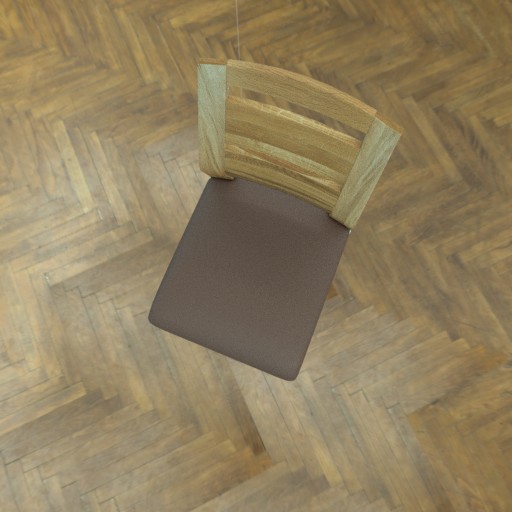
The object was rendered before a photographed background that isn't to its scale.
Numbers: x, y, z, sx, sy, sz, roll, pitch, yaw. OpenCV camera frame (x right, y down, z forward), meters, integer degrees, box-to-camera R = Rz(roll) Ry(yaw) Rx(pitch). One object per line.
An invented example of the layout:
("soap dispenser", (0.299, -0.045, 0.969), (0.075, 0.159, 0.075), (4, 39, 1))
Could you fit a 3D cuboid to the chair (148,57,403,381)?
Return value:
("chair", (0.000, 0.000, 1.248), (0.460, 0.970, 0.570), (21, 77, 5))
